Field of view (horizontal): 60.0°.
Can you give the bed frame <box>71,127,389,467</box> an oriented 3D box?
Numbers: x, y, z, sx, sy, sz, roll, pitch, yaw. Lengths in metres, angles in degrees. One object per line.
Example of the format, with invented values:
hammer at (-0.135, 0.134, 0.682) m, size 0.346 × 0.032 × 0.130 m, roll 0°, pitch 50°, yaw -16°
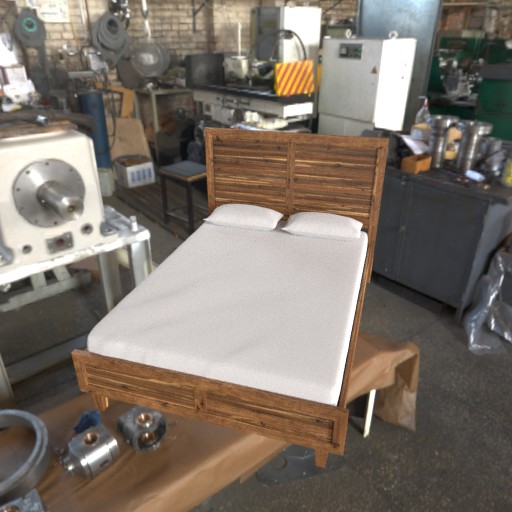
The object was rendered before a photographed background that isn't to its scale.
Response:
bed frame at (0.000, 0.000, 3.380) m, size 1.696 × 1.417 × 2.276 m, roll 8°, pitch 28°, yaw 15°
